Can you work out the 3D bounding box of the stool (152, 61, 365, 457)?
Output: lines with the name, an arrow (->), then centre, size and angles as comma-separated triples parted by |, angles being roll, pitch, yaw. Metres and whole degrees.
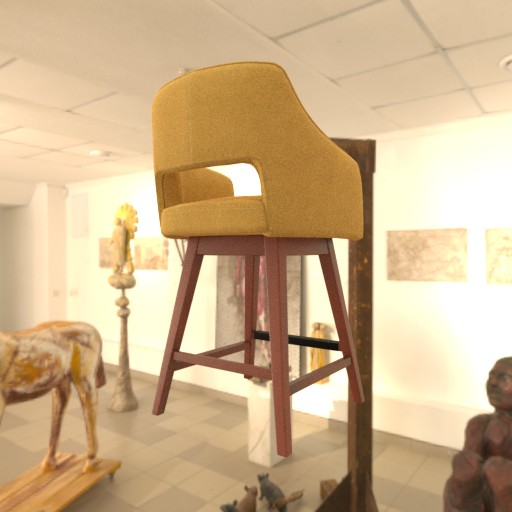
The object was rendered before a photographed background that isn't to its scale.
stool -> 0.000, 0.000, 1.315 | 0.548, 0.924, 0.558 | 1, 1, 36
